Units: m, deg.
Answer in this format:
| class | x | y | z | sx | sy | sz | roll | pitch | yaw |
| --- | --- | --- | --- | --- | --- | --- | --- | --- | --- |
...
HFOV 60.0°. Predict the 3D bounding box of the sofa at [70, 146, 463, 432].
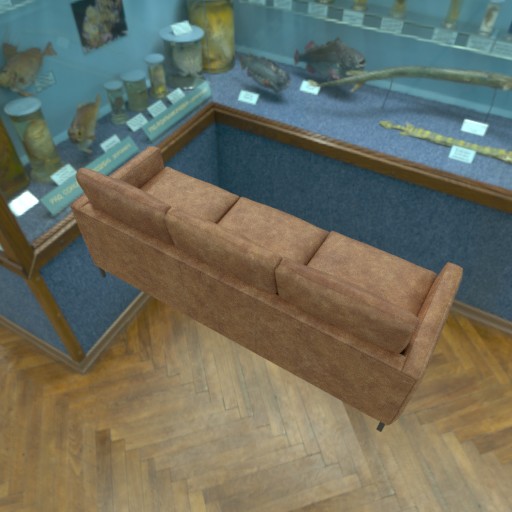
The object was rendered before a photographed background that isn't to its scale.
| class | x | y | z | sx | sy | sz | roll | pitch | yaw |
| --- | --- | --- | --- | --- | --- | --- | --- | --- | --- |
| sofa | 0.000 | 0.000 | 2.467 | 2.029 | 0.863 | 0.748 | 25 | 52 | 21 |
